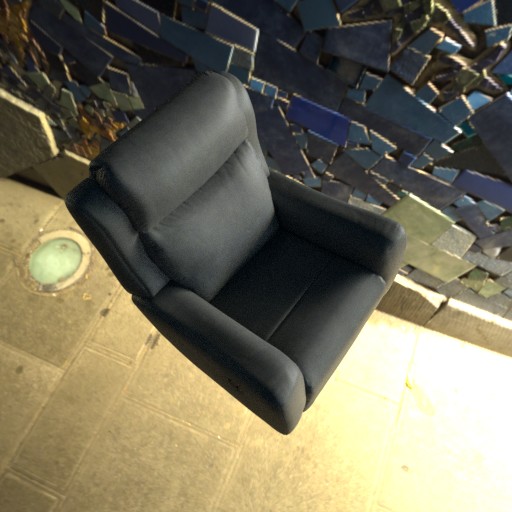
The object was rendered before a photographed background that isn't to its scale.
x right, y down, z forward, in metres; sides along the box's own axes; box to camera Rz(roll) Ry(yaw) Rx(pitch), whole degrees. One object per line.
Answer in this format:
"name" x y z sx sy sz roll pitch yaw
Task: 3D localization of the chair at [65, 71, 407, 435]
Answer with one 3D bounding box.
"chair" 0.000 0.000 1.931 1.068 1.116 0.965 33 65 18
